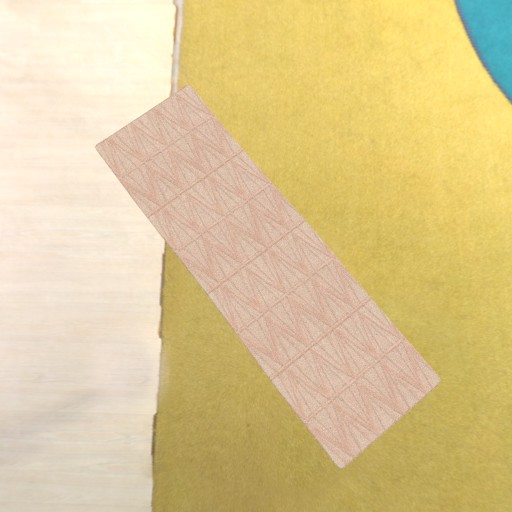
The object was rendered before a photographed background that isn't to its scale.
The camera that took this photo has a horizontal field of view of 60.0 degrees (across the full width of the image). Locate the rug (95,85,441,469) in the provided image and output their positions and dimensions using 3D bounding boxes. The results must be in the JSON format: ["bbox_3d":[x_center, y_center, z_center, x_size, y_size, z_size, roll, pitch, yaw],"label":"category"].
[{"bbox_3d":[0.000,0.000,2.670,0.760,0.015,2.435,-37,78,-9],"label":"rug"}]
